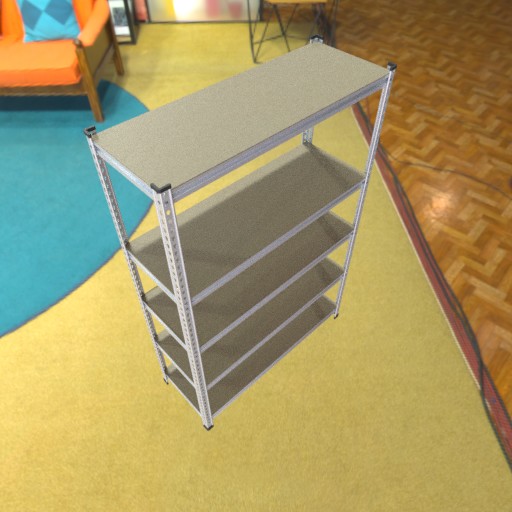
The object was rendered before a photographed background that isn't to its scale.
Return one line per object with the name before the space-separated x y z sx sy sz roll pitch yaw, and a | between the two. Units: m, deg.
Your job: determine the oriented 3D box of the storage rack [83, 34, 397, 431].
storage rack | 0.000 0.000 2.368 1.219 1.829 0.457 -35 56 -28
